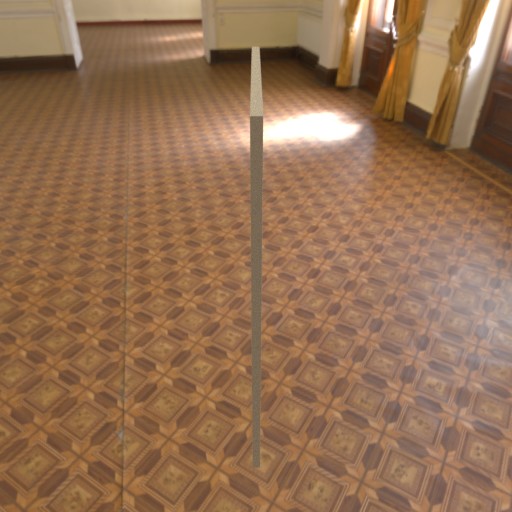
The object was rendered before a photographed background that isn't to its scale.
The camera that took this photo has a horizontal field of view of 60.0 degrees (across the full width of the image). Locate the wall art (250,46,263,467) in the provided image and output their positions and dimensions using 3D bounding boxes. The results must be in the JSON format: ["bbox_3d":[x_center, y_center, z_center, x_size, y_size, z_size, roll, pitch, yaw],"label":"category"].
[{"bbox_3d":[0.000,0.000,0.605,0.010,0.474,0.325,0,34,0],"label":"wall art"}]
